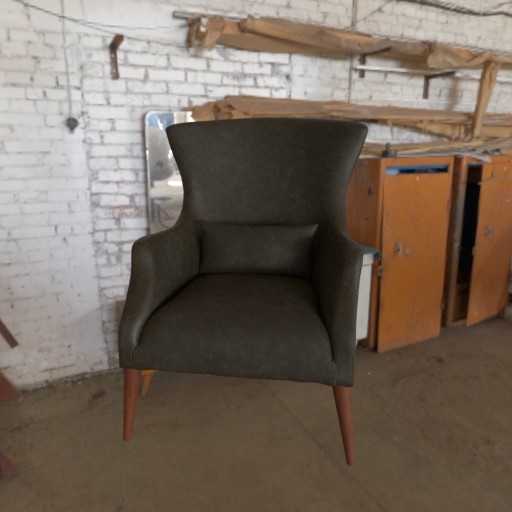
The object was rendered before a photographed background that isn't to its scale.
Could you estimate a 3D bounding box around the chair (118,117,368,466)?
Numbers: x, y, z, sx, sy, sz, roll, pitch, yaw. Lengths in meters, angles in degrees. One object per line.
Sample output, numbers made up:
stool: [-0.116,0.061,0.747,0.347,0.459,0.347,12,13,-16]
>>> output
chair: [0.000,0.000,1.713,0.819,1.068,0.954,2,15,9]
